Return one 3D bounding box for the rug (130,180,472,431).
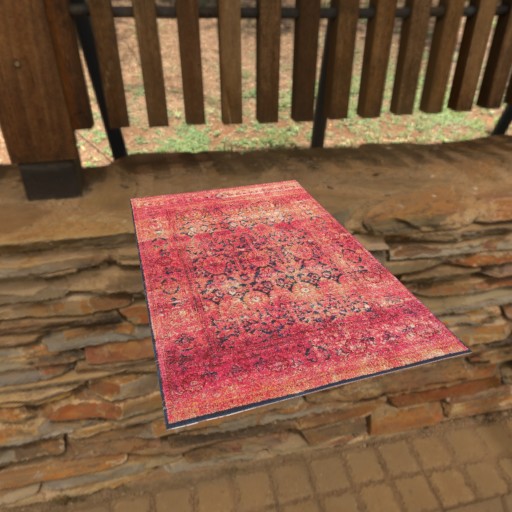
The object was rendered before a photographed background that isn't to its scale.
[{"bbox_3d":[0.000,0.000,3.037,1.539,0.018,2.449,-9,33,-15],"label":"rug"}]
